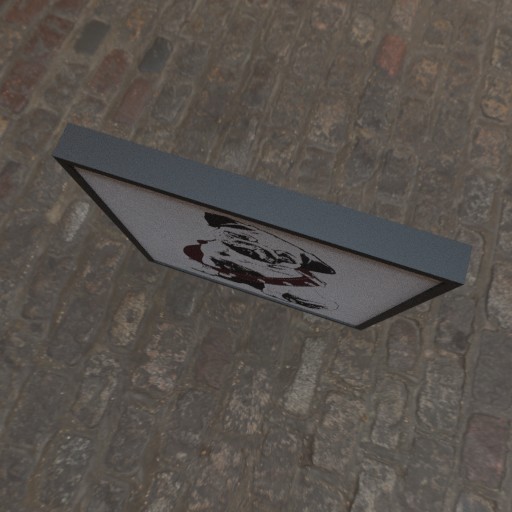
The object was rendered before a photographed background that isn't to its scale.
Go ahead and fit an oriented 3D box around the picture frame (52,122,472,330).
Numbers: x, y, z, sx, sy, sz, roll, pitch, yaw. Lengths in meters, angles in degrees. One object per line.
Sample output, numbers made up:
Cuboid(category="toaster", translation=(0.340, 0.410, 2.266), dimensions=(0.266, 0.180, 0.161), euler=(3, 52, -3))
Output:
Cuboid(category="picture frame", translation=(0.000, 0.000, 0.480), dimensions=(0.317, 0.317, 0.030), euler=(18, 75, 5))
